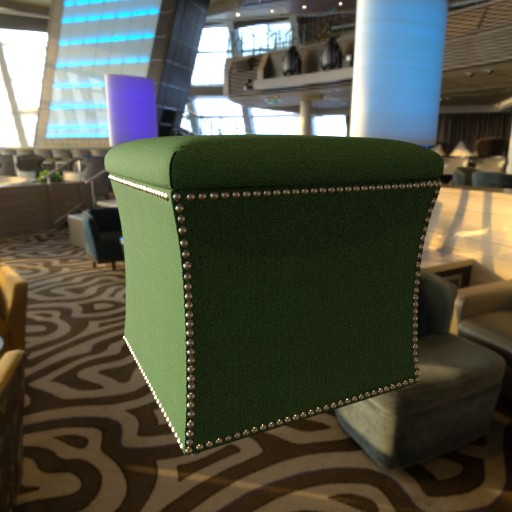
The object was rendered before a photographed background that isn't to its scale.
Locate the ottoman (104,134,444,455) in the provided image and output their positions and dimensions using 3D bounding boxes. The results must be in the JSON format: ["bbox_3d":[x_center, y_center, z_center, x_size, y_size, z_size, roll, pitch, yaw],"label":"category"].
[{"bbox_3d":[0.000,0.000,0.901,0.507,0.475,0.497,-7,15,-26],"label":"ottoman"}]
